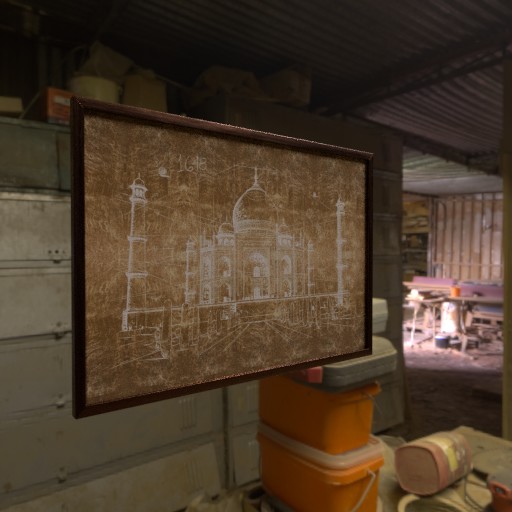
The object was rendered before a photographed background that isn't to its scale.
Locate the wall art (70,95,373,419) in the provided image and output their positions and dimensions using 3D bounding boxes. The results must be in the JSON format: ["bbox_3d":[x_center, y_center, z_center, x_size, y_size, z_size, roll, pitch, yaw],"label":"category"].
[{"bbox_3d":[0.000,0.000,0.547,0.431,0.304,0.012,-1,1,-36],"label":"wall art"}]
